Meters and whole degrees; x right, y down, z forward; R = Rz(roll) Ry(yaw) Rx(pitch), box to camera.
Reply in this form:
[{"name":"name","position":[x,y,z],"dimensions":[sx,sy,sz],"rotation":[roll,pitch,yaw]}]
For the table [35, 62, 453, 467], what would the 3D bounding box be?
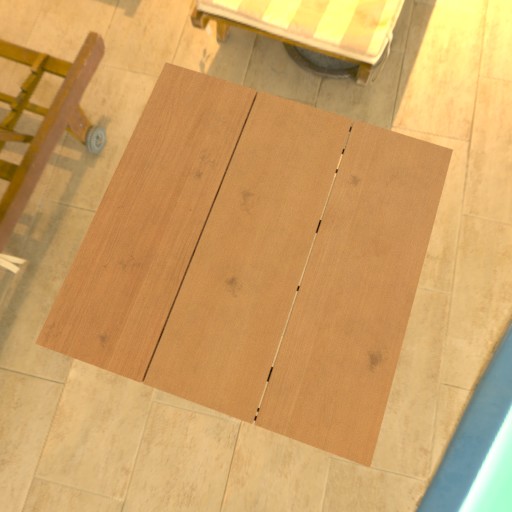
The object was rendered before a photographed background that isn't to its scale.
[{"name":"table","position":[0.000,0.000,1.682],"dimensions":[1.100,0.400,1.100],"rotation":[19,76,5]}]
